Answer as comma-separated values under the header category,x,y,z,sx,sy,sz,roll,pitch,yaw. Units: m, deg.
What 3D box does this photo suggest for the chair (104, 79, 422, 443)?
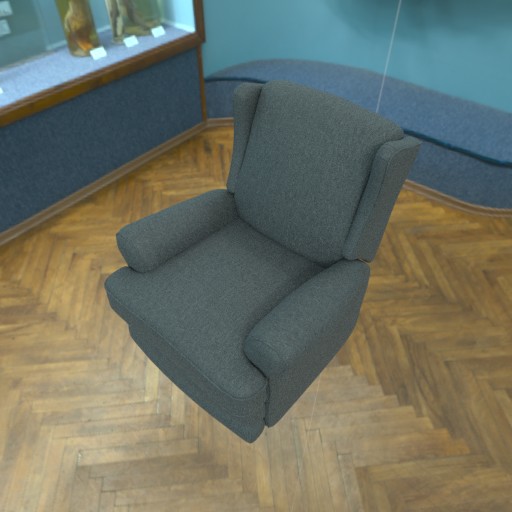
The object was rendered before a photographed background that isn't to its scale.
category,x,y,z,sx,sy,sz,roll,pitch,yaw
chair,0.000,0.000,1.709,0.847,1.011,0.969,33,54,27
